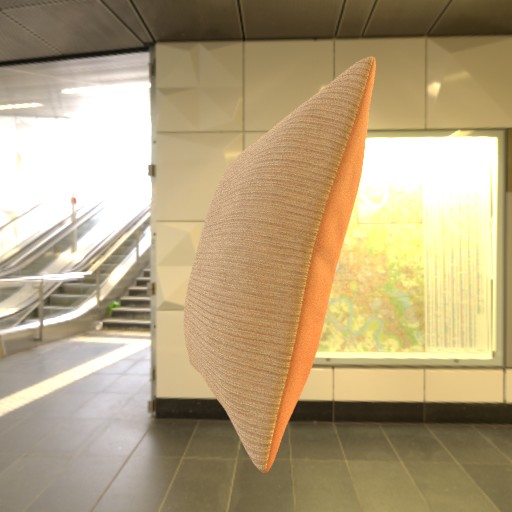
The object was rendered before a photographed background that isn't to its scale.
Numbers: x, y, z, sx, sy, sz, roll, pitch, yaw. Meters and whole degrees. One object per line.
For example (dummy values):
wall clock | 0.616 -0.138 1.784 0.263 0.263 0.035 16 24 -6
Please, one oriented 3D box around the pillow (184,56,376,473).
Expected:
pillow | 0.000 0.000 0.624 0.177 0.401 0.424 0 1 -17
